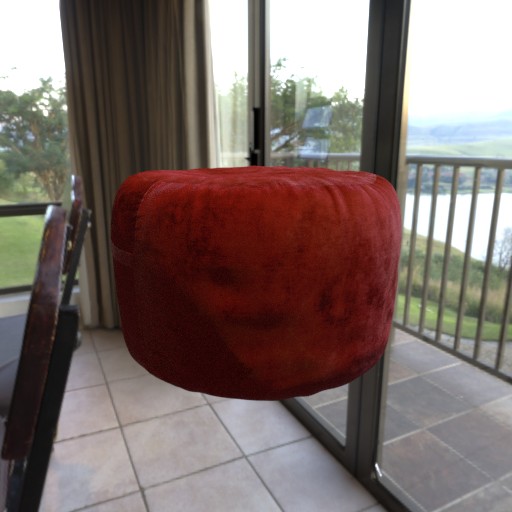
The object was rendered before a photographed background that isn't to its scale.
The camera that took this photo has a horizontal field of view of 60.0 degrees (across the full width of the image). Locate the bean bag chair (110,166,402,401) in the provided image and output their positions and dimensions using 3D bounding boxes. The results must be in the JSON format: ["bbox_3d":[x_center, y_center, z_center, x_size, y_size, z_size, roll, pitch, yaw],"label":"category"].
[{"bbox_3d":[0.000,0.000,1.970,1.219,0.762,1.219,0,14,0],"label":"bean bag chair"}]
